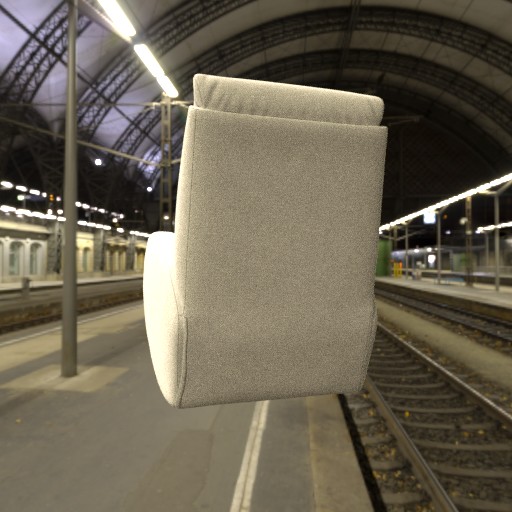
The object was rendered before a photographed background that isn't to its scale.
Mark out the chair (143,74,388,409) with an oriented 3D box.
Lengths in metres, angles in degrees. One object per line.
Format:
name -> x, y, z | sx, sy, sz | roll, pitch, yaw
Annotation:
chair -> 0.000, 0.000, 1.706 | 0.812, 1.015, 0.941 | 0, -1, -16
